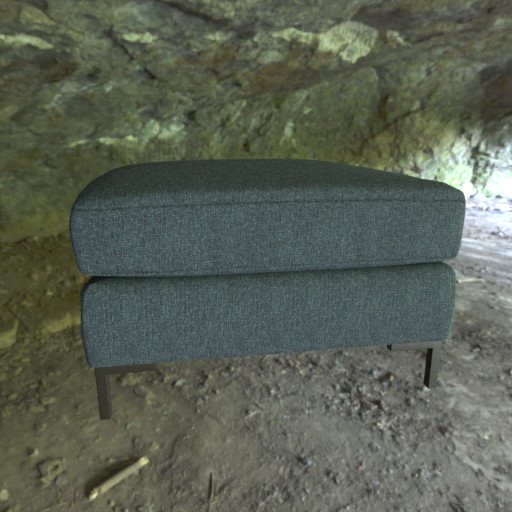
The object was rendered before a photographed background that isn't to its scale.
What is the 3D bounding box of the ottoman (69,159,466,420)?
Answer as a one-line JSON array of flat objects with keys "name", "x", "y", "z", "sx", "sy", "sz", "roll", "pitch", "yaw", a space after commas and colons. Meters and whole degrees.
[{"name": "ottoman", "x": 0.000, "y": 0.000, "z": 1.264, "sx": 0.831, "sy": 0.533, "sz": 0.695, "roll": -2, "pitch": 16, "yaw": -9}]
